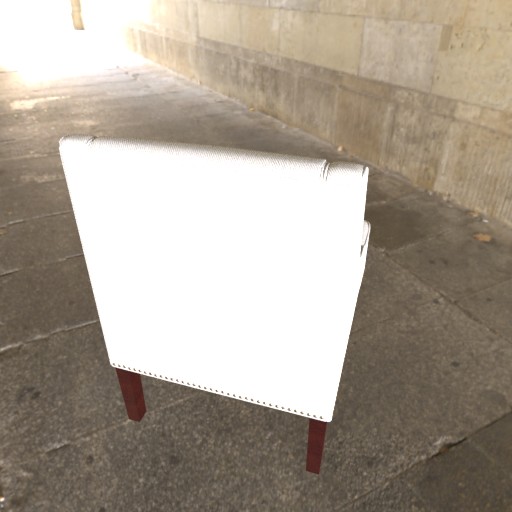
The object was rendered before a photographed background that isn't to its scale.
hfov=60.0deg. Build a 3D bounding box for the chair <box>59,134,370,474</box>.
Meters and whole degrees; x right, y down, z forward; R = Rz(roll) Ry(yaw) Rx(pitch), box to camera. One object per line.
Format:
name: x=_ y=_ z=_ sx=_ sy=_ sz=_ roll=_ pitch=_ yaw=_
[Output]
chair: x=0.000 y=0.000 z=1.334 sx=0.628 sy=0.872 sz=0.748 roll=10 pitch=33 yaw=15
